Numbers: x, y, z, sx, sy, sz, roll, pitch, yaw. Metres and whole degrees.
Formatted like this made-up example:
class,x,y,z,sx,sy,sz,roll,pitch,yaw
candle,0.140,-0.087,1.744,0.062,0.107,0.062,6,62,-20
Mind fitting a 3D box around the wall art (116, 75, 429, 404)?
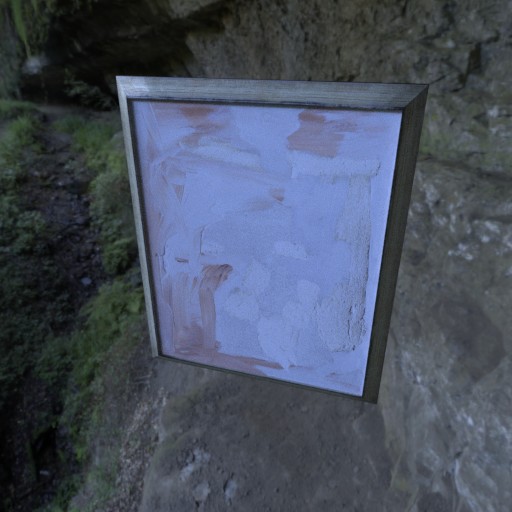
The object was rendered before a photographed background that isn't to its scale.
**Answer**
class,x,y,z,sx,sy,sz,roll,pitch,yaw
wall art,0.000,0.000,0.617,0.381,0.457,0.023,8,28,15
